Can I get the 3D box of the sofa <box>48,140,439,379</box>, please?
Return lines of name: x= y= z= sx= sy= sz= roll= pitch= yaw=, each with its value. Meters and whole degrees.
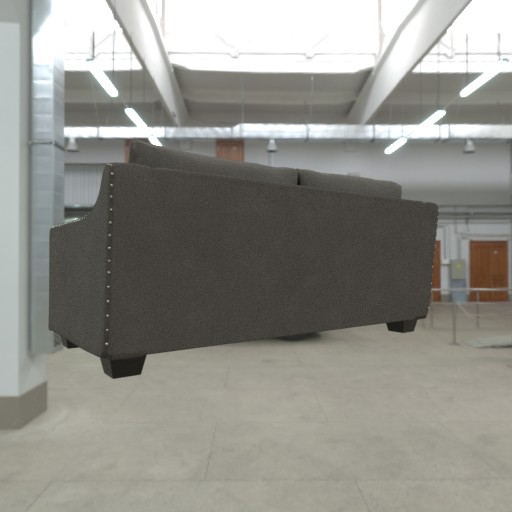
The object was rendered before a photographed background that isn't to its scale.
sofa: x=0.000 y=0.000 z=3.223 sx=2.550 sy=1.196 sz=1.336 roll=0 pitch=-1 yaw=-36
